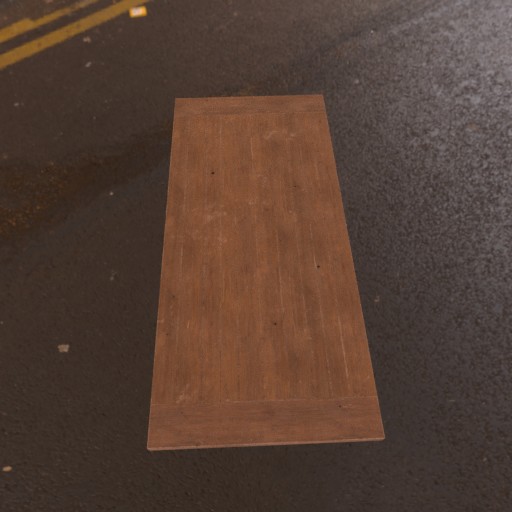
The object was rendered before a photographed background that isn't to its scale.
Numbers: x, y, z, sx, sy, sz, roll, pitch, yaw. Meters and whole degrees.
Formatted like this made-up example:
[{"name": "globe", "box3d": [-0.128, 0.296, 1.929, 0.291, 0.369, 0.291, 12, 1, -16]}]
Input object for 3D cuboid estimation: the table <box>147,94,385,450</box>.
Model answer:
[{"name": "table", "box3d": [0.000, 0.000, 2.193, 0.820, 0.465, 1.800, -2, 58, -1]}]
